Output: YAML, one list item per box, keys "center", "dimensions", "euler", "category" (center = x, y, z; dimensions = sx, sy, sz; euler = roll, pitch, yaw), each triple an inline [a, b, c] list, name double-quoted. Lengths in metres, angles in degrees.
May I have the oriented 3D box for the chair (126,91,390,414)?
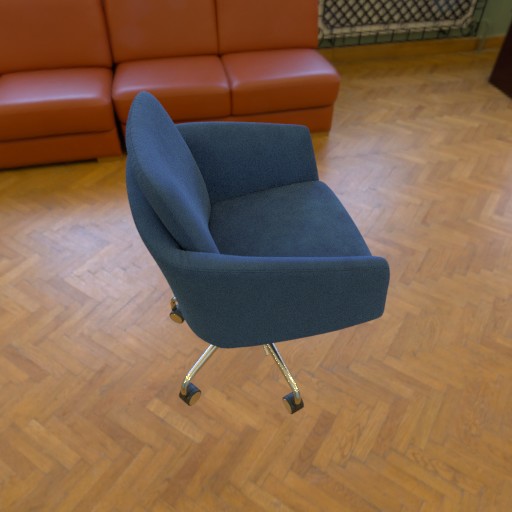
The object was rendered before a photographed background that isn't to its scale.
- center: [0.000, 0.000, 1.337]
  dimensions: [0.635, 0.908, 0.641]
  euler: [-9, 46, -9]
  category: "chair"
